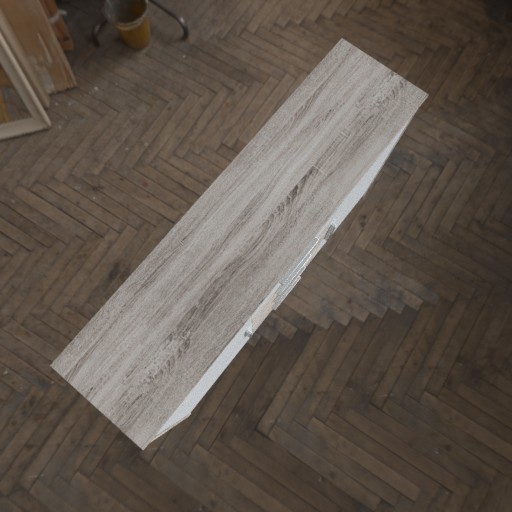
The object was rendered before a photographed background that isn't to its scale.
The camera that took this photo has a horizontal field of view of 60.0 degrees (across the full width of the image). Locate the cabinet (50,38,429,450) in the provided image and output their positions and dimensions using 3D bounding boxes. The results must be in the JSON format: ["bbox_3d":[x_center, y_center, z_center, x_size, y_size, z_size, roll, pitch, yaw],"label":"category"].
[{"bbox_3d":[0.000,0.000,1.840,0.380,0.900,1.450,38,79,9],"label":"cabinet"}]
